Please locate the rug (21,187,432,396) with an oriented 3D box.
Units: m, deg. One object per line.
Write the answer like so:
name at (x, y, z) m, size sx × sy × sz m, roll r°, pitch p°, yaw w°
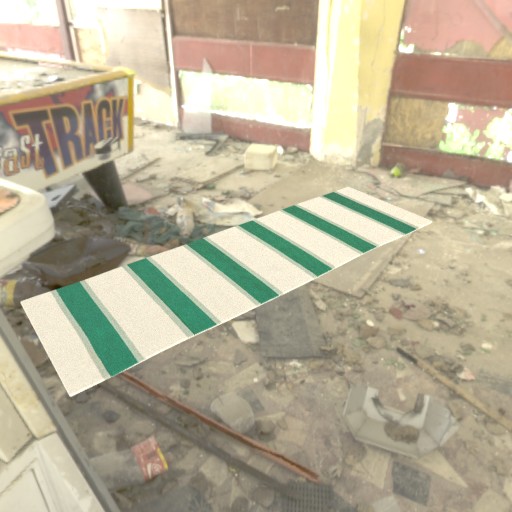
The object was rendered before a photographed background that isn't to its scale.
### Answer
rug at (0.000, 0.000, 2.630) m, size 2.438 × 0.012 × 0.768 m, roll -22°, pitch 38°, yaw -31°
